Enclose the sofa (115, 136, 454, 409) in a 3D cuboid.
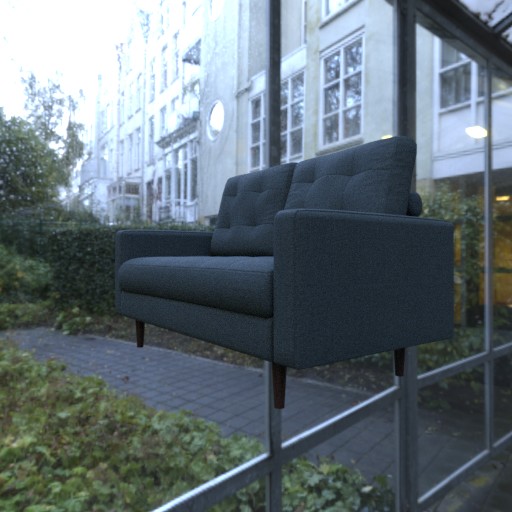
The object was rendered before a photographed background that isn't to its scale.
[{"bbox_3d":[0.000,0.000,1.950,0.842,0.907,1.407,0,0,-37],"label":"sofa"}]
